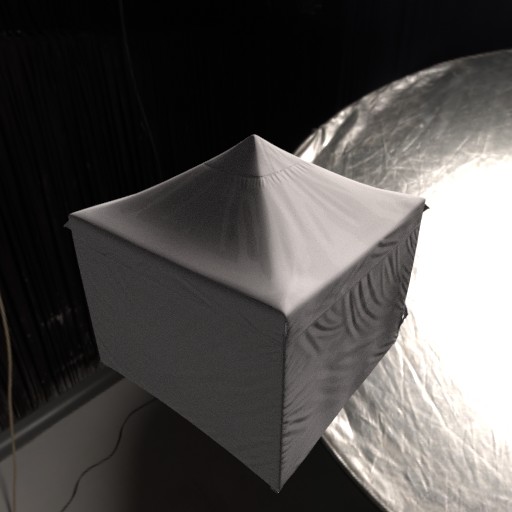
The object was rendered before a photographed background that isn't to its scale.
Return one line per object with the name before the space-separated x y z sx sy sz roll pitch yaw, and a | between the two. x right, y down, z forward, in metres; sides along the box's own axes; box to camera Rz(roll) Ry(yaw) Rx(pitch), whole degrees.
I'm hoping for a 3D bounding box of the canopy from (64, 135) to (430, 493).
canopy | 0.000 0.000 5.435 3.043 2.997 3.121 22 36 33
